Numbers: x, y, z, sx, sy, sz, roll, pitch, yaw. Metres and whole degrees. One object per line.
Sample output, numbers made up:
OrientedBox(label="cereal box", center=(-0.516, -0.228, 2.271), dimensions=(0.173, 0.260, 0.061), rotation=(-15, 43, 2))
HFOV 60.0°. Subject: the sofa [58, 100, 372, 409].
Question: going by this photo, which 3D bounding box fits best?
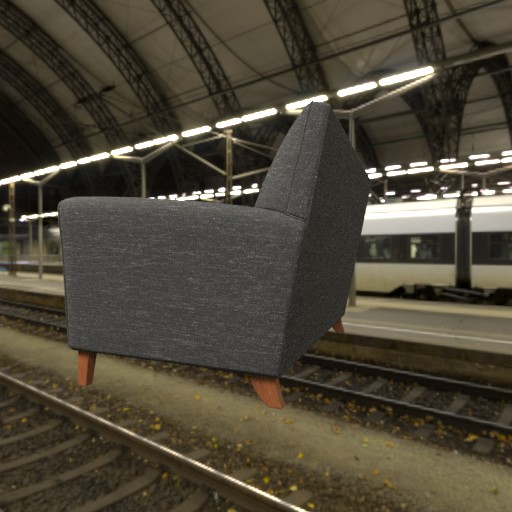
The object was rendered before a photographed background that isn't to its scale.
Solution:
OrientedBox(label="sofa", center=(0.000, 0.000, 1.938), dimensions=(0.875, 0.846, 1.420), rotation=(0, 1, 19))
